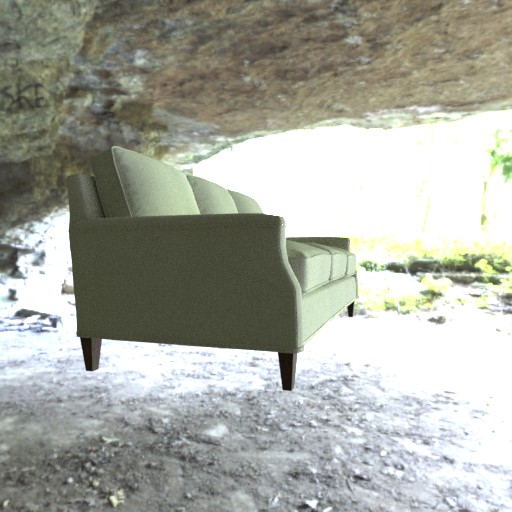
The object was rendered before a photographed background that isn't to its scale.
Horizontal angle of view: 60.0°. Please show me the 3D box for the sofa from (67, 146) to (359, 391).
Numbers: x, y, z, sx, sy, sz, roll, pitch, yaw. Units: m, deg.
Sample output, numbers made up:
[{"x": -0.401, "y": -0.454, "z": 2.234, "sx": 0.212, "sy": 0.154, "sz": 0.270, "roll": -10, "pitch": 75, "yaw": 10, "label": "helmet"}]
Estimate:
[{"x": 0.000, "y": 0.000, "z": 2.810, "sx": 1.084, "sy": 1.003, "sz": 2.246, "roll": 0, "pitch": 0, "yaw": 18, "label": "sofa"}]
